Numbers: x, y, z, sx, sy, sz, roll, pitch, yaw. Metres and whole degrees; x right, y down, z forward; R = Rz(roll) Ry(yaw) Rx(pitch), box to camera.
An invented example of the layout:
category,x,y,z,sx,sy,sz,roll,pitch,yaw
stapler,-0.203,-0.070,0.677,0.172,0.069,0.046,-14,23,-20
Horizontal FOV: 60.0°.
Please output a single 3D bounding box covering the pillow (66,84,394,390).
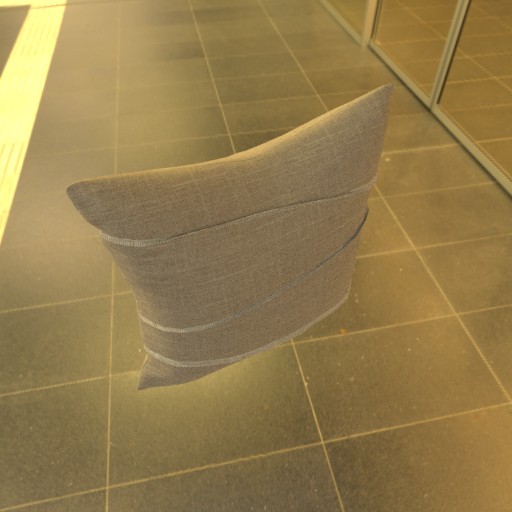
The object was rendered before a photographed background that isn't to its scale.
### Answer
category,x,y,z,sx,sy,sz,roll,pitch,yaw
pillow,0.000,0.000,0.623,0.424,0.400,0.169,-24,51,-21
